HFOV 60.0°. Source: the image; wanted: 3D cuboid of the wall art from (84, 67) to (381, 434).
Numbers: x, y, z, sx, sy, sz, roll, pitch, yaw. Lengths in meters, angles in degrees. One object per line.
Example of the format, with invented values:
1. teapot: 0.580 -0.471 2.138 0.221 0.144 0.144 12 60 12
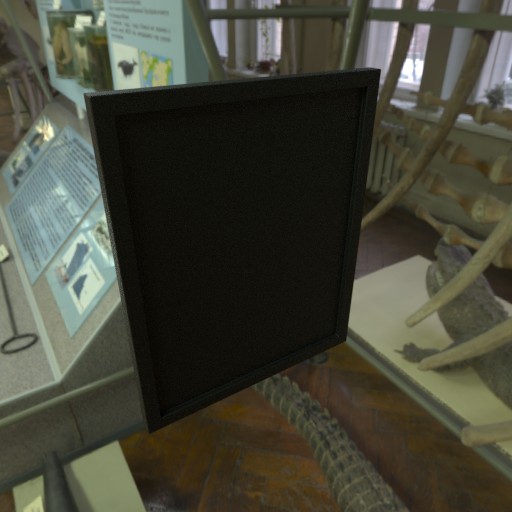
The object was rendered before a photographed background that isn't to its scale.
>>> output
1. wall art: 0.000 0.000 0.747 0.457 0.559 0.028 -17 34 -28
